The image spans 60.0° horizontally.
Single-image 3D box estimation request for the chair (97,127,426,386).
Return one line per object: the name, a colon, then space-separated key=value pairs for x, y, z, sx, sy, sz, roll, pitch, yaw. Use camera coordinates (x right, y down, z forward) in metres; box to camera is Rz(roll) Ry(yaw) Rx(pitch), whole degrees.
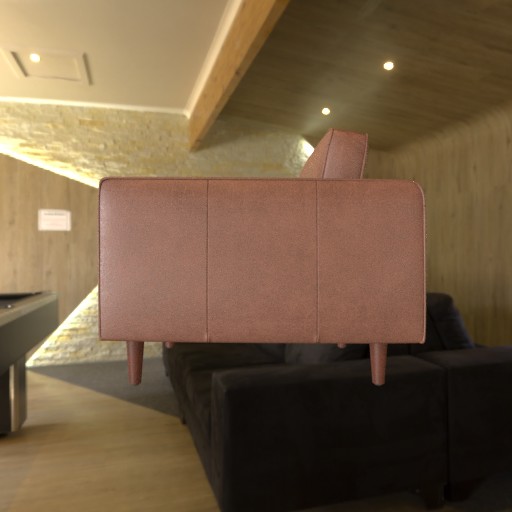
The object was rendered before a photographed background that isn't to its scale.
chair: x=0.000 y=0.000 z=1.594 sx=0.900 sy=0.770 sz=0.920 roll=0 pitch=0 yaw=0
